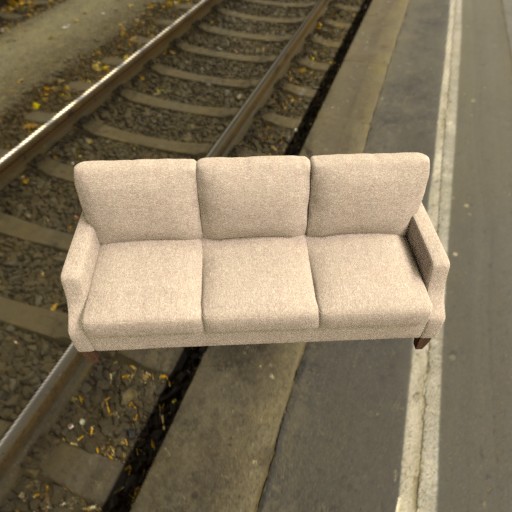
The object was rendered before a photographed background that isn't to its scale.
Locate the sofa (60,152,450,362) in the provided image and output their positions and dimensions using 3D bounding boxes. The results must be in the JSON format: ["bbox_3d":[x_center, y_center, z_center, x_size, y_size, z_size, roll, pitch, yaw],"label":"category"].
[{"bbox_3d":[0.000,0.000,2.637,2.115,0.984,0.888,-2,46,-2],"label":"sofa"}]
